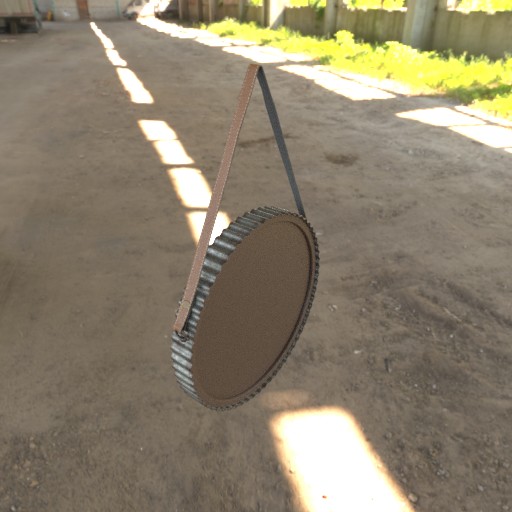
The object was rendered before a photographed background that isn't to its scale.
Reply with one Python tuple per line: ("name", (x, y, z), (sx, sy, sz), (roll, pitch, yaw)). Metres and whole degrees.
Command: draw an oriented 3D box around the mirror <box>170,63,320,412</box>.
("mirror", (0.000, 0.000, 0.709), (0.042, 0.568, 0.355), (21, 36, 32))
